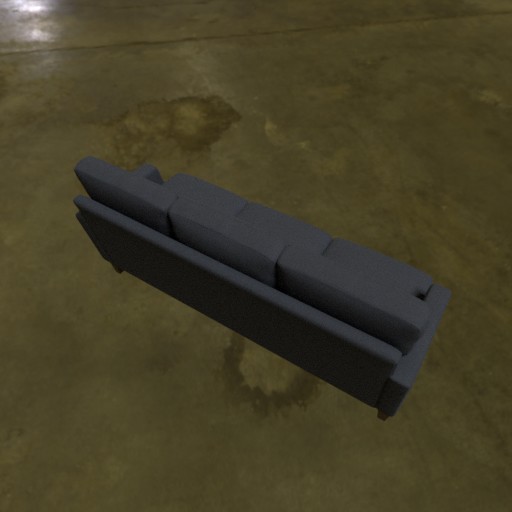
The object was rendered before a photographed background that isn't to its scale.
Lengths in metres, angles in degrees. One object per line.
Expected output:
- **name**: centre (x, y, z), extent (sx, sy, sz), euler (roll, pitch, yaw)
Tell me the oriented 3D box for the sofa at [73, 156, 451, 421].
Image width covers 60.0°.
- **sofa**: centre (0.000, 0.000, 2.635), extent (2.115, 0.984, 0.888), euler (25, 51, 22)
